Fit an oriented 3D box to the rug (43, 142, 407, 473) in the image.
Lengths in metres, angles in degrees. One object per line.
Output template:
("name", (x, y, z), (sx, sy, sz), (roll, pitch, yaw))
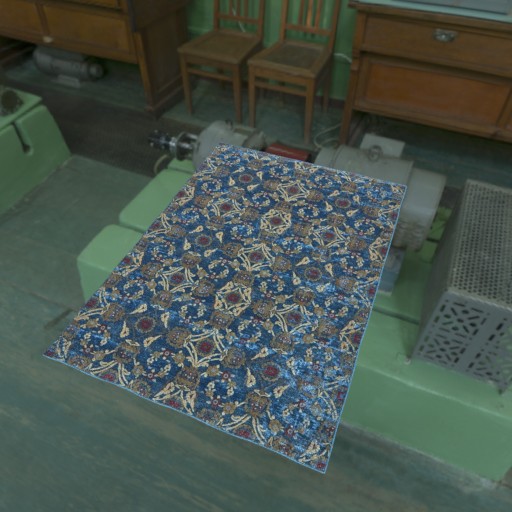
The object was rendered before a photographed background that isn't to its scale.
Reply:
("rug", (0.000, 0.000, 4.269), (2.337, 0.013, 3.291), (17, 49, 15))
